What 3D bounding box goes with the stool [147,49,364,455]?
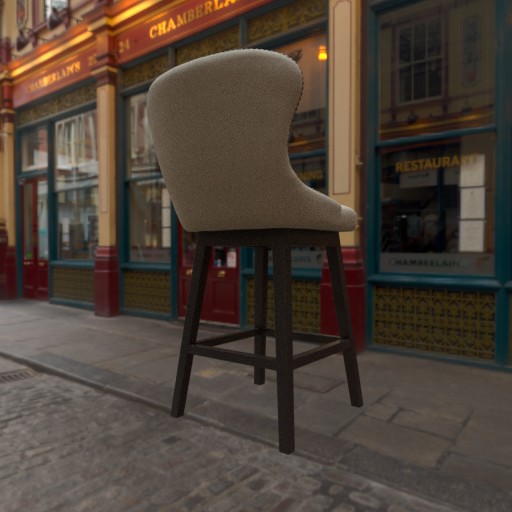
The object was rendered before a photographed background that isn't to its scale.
[{"bbox_3d":[0.000,0.000,1.328,0.528,0.971,0.593,0,0,37],"label":"stool"}]
